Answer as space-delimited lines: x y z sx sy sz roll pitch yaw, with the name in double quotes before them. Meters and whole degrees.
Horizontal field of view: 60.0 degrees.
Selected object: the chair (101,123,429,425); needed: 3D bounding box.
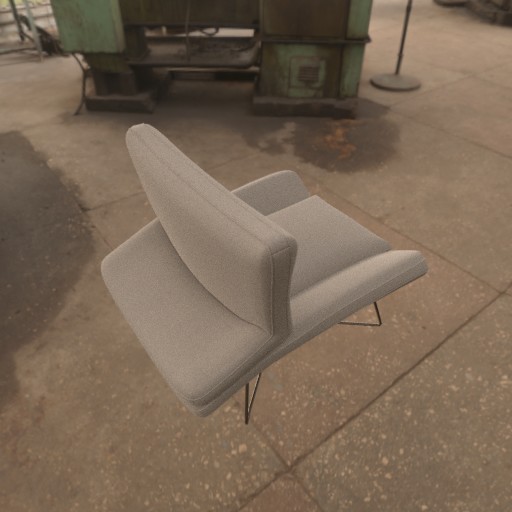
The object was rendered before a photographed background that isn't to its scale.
"chair" 0.000 0.000 1.660 1.008 0.855 0.859 -24 45 -26
